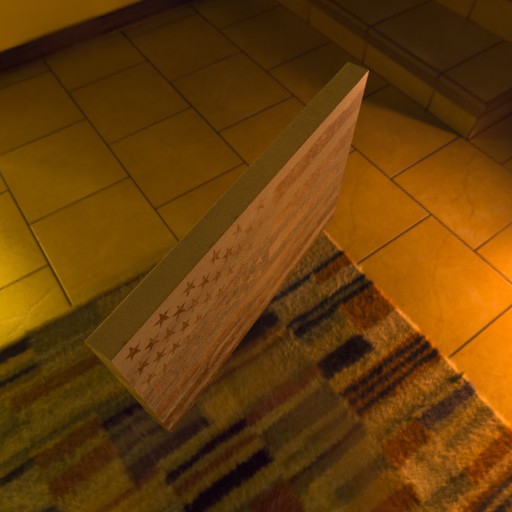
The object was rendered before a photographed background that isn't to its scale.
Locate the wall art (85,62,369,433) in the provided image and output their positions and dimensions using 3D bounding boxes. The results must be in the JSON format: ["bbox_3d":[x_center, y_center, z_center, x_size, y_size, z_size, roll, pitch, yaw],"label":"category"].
[{"bbox_3d":[0.000,0.000,0.785,0.041,0.407,0.606,30,63,17],"label":"wall art"}]
